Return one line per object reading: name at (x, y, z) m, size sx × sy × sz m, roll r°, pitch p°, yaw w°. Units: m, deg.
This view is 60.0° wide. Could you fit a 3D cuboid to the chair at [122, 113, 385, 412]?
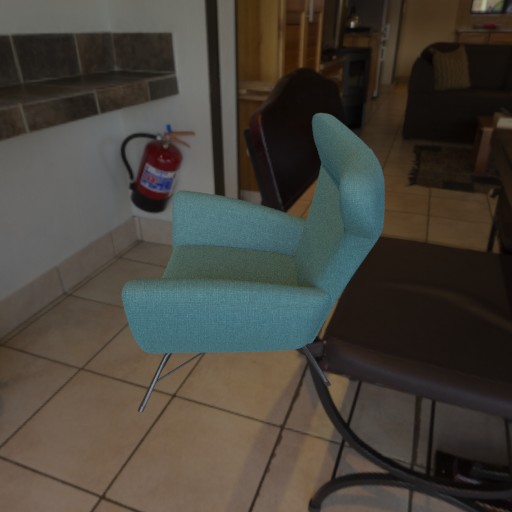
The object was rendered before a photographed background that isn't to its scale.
chair at (0.000, 0.000, 1.811) m, size 0.900 × 0.980 × 1.050 m, roll 1°, pitch 27°, yaw 1°
